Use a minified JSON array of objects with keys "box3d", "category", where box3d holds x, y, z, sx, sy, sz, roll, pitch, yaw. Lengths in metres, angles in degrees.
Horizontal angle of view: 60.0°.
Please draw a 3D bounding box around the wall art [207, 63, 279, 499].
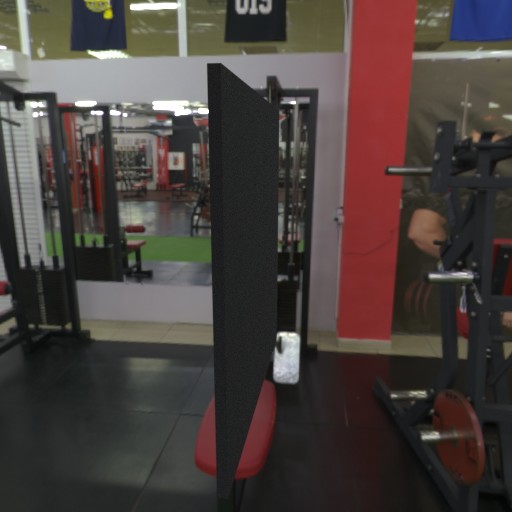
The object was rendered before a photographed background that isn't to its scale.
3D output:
[{"box3d":[0.000,0.000,0.667,0.013,0.458,0.456,2,13,9],"category":"wall art"}]
